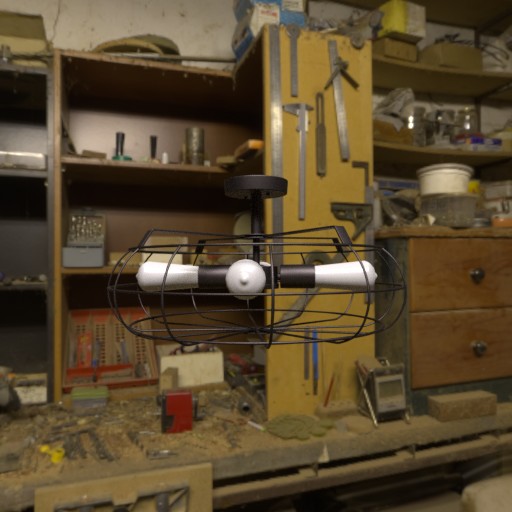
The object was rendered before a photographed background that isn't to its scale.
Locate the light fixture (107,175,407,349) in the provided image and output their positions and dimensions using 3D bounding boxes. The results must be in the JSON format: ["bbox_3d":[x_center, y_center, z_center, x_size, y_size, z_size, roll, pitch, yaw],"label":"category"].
[{"bbox_3d":[0.000,0.000,0.913,0.582,0.311,0.582,0,0,0],"label":"light fixture"}]
